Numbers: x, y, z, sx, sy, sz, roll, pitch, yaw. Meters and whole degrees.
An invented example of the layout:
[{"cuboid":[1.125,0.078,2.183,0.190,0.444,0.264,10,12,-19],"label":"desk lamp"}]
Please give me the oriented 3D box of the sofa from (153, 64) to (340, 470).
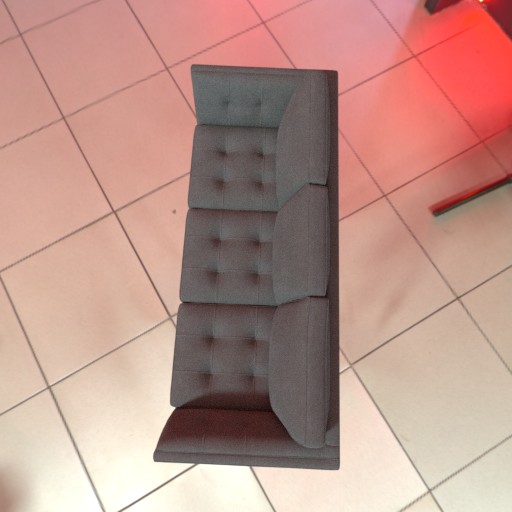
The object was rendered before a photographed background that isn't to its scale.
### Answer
[{"cuboid":[0.000,0.000,2.862,0.965,0.940,2.387,2,75,1],"label":"sofa"}]
